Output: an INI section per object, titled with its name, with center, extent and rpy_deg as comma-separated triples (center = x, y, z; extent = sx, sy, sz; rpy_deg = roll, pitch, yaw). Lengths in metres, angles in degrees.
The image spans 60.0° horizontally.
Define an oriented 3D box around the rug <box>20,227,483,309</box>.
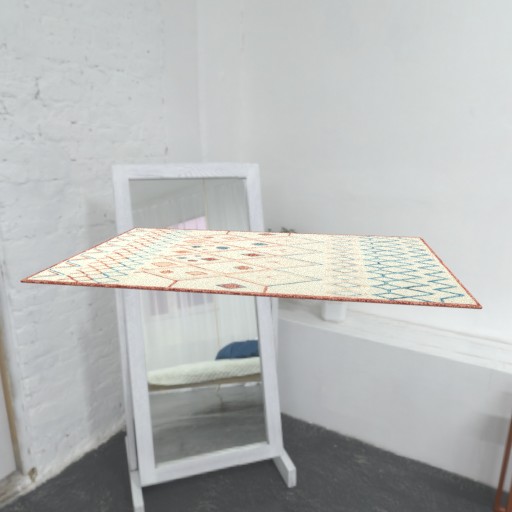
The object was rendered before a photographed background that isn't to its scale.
[rug]
center = 0.000, 0.000, 3.022
extent = 2.438, 0.015, 1.524
rpy_deg = 2, 15, 9
